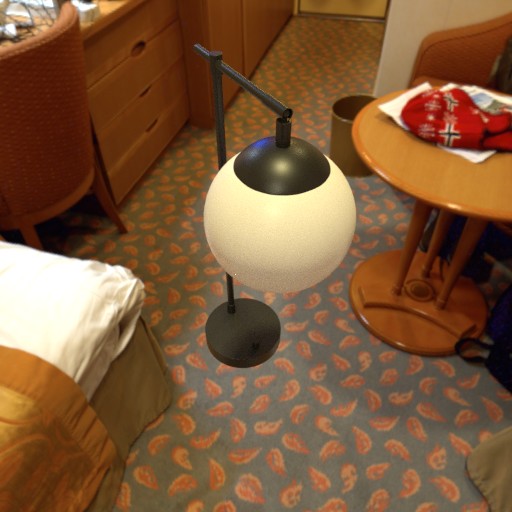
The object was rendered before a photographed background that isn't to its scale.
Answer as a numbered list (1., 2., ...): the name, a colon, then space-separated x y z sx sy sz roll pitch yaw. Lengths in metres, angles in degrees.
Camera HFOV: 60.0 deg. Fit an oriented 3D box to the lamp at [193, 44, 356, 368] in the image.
1. lamp: 0.000 0.000 0.702 0.197 0.559 0.316 -23 49 -21
